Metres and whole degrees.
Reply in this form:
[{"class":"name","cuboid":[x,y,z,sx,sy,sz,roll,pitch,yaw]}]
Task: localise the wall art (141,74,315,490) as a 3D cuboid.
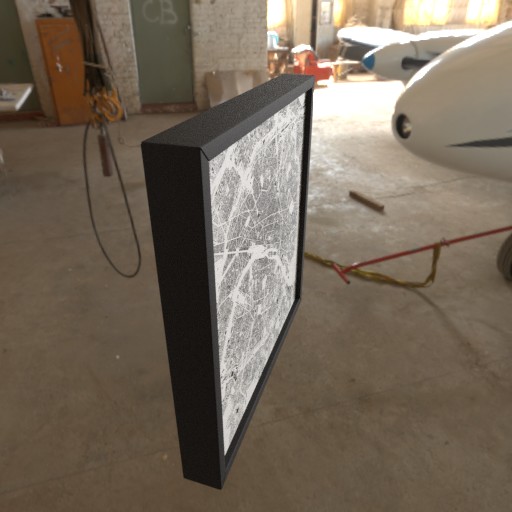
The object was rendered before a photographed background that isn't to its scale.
[{"class":"wall art","cuboid":[0.000,0.000,0.446,0.037,0.305,0.305,9,31,16]}]
